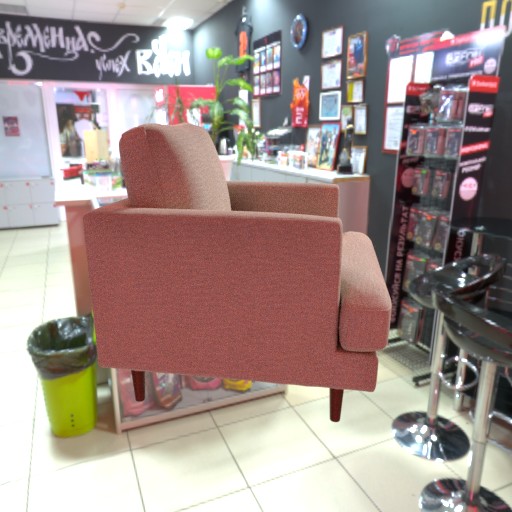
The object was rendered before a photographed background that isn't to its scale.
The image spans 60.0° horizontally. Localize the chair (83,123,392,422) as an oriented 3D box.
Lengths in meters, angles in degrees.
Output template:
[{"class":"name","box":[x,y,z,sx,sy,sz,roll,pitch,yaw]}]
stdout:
[{"class":"chair","box":[0.000,0.000,1.659,0.899,0.957,0.858,3,16,9]}]
